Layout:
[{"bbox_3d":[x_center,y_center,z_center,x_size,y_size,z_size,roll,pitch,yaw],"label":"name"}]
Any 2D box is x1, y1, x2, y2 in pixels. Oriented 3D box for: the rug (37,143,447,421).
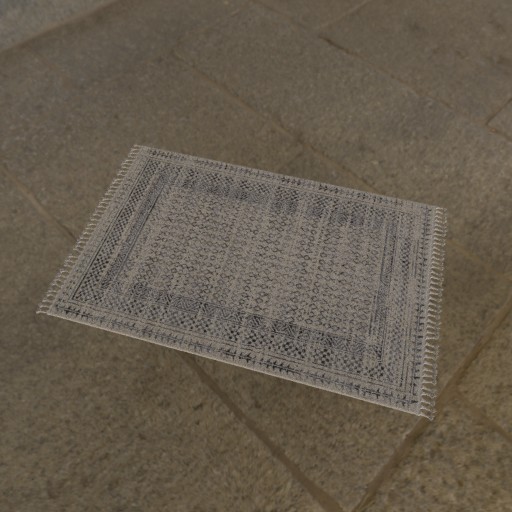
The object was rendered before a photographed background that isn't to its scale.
[{"bbox_3d":[0.000,0.000,3.007,2.486,0.013,1.548,13,59,8],"label":"rug"}]
